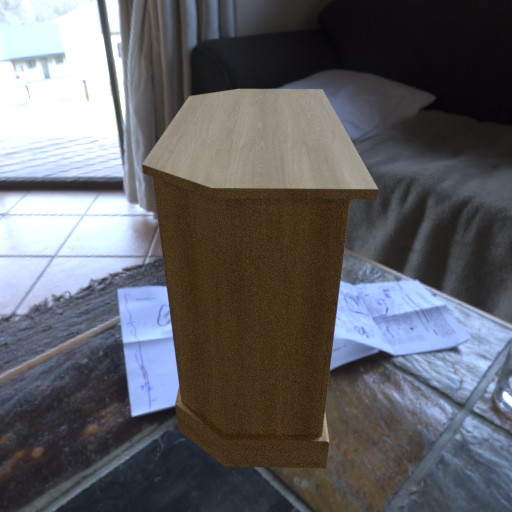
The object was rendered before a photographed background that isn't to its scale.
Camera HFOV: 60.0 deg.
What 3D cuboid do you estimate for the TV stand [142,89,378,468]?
[{"bbox_3d":[0.000,0.000,1.311,0.425,0.781,0.851,1,31,1],"label":"TV stand"}]
